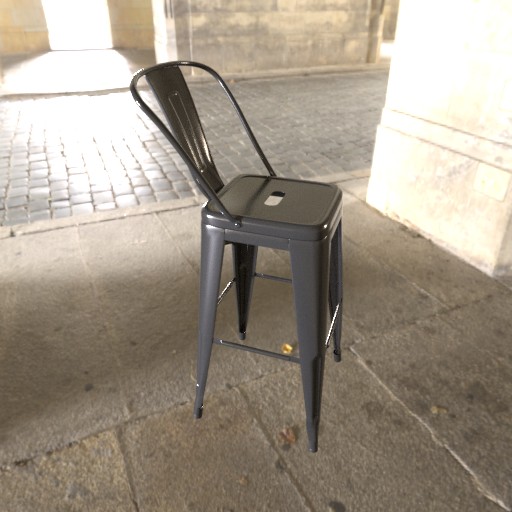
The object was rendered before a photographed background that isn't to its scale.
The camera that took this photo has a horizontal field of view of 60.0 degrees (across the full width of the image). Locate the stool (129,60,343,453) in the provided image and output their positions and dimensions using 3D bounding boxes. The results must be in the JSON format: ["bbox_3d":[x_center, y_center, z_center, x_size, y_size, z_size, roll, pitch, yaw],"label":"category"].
[{"bbox_3d":[0.000,0.000,1.297,0.528,1.022,0.432,10,32,17],"label":"stool"}]
